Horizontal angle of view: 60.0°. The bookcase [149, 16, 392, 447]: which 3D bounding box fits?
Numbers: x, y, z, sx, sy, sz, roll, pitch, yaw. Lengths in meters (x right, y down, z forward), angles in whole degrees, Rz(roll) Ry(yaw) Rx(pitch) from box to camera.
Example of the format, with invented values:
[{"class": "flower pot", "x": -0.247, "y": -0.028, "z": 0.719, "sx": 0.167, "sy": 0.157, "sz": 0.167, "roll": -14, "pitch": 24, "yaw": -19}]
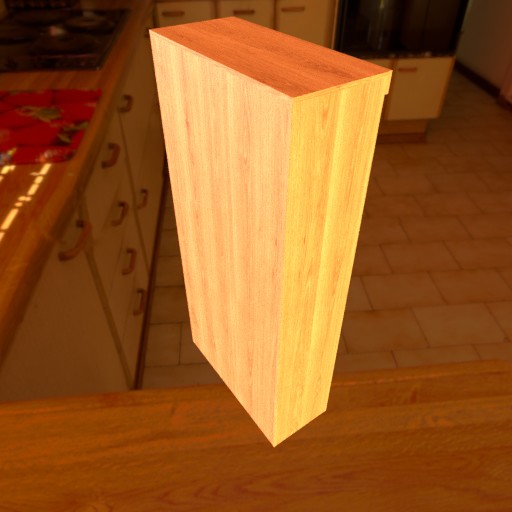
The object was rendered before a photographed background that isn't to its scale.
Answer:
[{"class": "bookcase", "x": 0.000, "y": 0.000, "z": 2.294, "sx": 0.420, "sy": 2.020, "sz": 0.950, "roll": -25, "pitch": 46, "yaw": -26}]
